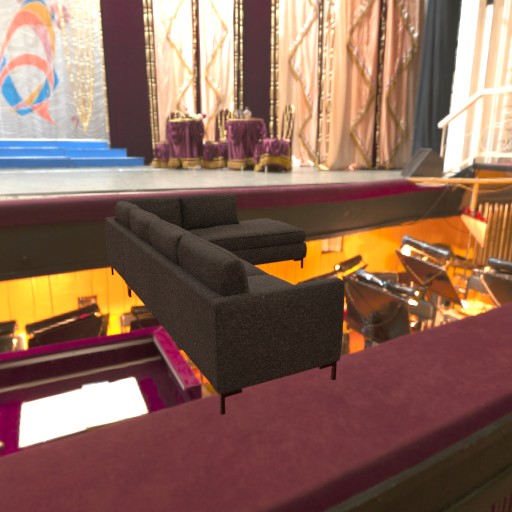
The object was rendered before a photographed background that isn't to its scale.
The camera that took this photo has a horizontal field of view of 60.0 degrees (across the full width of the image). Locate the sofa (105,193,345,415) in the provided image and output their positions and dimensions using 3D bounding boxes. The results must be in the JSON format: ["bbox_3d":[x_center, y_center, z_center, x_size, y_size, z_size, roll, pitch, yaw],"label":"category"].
[{"bbox_3d":[0.000,0.000,3.857,2.007,0.815,2.949,-8,16,-27],"label":"sofa"}]
